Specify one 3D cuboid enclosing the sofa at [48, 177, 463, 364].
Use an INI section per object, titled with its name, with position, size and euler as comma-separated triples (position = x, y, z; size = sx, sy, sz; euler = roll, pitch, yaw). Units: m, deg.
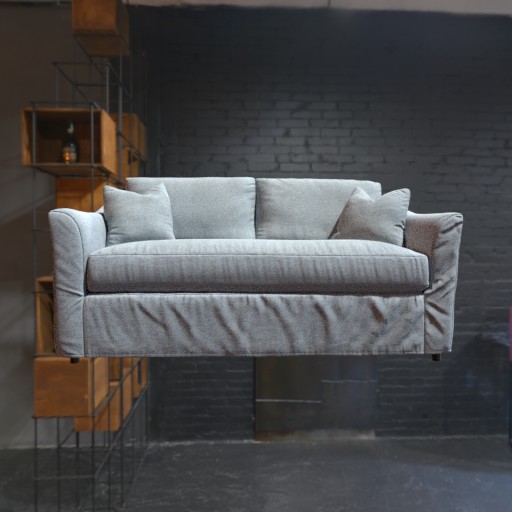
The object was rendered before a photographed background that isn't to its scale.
[sofa]
position = 0.000, 0.000, 2.619
size = 2.010, 1.018, 1.072
euler = 0, 1, -1
